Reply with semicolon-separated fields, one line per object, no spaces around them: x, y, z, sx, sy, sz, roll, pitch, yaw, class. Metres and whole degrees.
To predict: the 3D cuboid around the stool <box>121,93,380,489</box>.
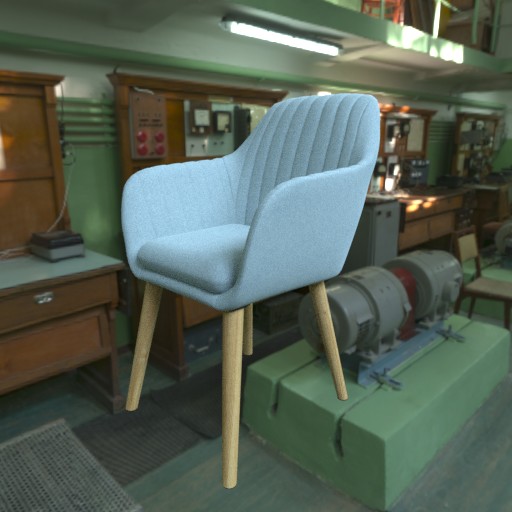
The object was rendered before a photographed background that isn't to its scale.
0.000;0.000;1.161;0.503;0.830;0.590;14;21;42;stool
